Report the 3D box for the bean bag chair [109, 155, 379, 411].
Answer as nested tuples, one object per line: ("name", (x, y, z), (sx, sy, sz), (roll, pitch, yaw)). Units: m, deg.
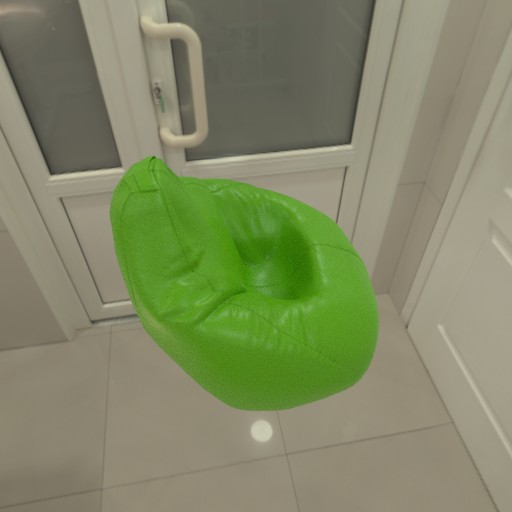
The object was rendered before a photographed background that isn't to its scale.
("bean bag chair", (0.000, 0.000, 1.886), (1.070, 0.990, 1.070), (-7, 47, -7))
